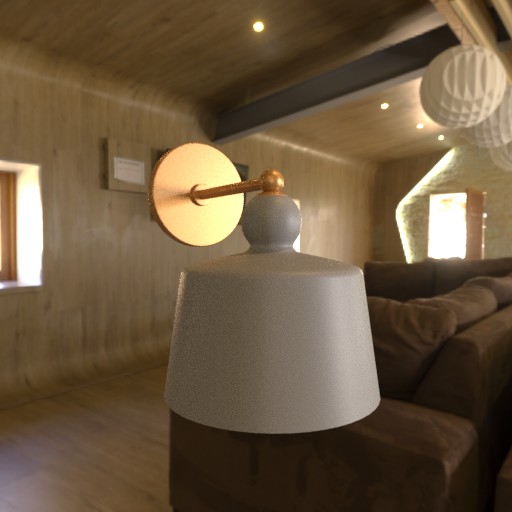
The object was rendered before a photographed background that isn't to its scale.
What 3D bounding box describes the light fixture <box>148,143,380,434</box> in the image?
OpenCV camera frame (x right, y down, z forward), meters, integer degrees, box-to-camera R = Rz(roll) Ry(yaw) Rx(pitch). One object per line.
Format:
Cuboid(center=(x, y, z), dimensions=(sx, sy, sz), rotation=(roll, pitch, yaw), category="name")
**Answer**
Cuboid(center=(0.000, 0.000, 0.447), dimensions=(0.204, 0.268, 0.254), rotation=(-1, 2, -36), category="light fixture")
